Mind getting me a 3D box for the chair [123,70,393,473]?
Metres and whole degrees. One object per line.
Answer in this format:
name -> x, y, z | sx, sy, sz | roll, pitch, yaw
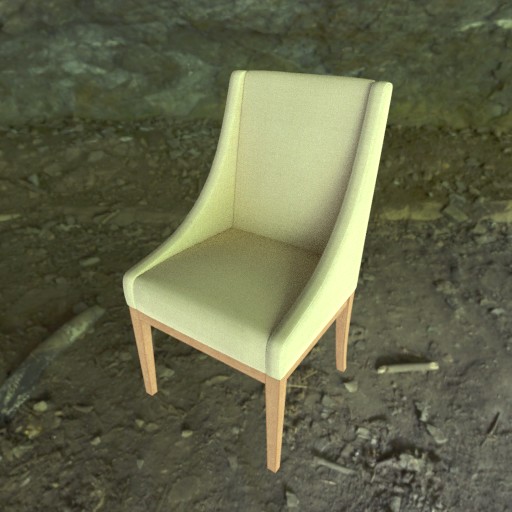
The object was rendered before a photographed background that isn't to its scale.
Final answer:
chair -> 0.000, 0.000, 1.399 | 0.575, 1.021, 0.611 | 19, 34, 31
